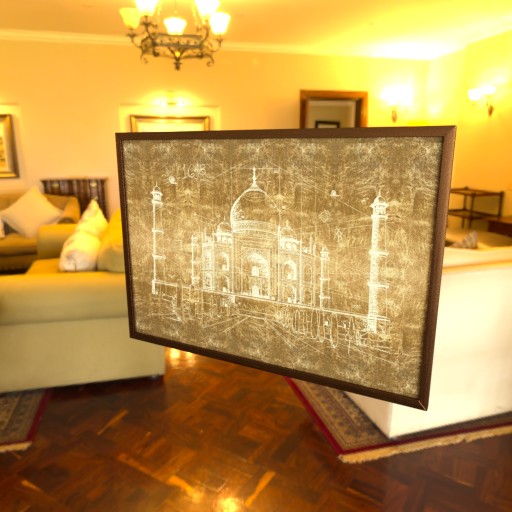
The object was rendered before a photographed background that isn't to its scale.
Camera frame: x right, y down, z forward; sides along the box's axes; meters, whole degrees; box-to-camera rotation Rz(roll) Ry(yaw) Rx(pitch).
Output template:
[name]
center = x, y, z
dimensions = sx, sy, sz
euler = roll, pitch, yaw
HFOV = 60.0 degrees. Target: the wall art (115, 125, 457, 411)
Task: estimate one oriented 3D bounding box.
[wall art]
center = 0.000, 0.000, 0.555
dimensions = 0.431, 0.304, 0.012
euler = 7, 15, 26
